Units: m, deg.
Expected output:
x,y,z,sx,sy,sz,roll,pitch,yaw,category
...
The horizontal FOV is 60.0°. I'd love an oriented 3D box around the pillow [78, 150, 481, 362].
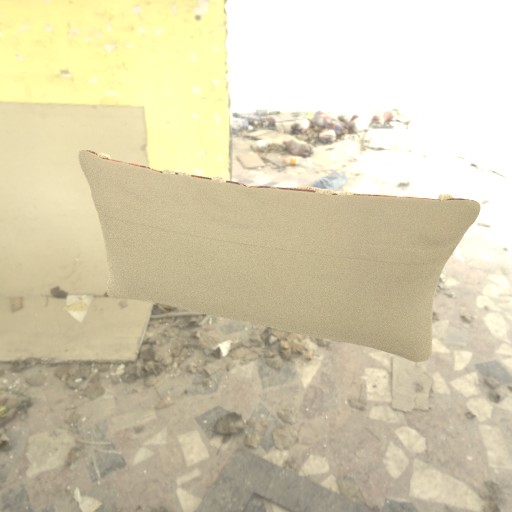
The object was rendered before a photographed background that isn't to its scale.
x,y,z,sx,sy,sz,roll,pitch,yaw,category
0.000,0.000,0.720,0.608,0.295,0.161,10,33,15,pillow
